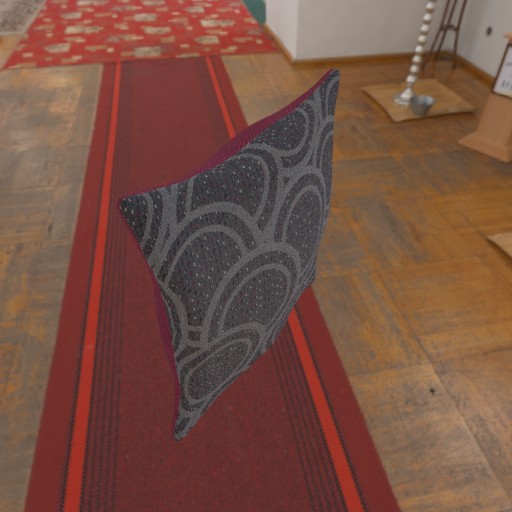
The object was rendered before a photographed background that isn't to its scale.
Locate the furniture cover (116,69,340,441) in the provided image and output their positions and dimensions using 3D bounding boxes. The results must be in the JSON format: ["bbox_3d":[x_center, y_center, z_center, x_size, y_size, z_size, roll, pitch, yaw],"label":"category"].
[{"bbox_3d":[0.000,0.000,0.789,0.163,0.513,0.514,24,46,25],"label":"furniture cover"}]
